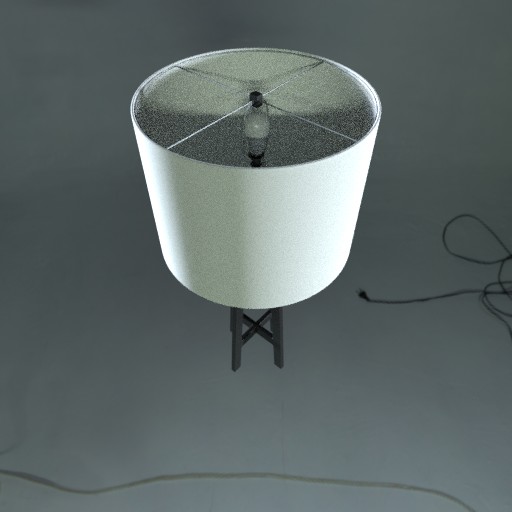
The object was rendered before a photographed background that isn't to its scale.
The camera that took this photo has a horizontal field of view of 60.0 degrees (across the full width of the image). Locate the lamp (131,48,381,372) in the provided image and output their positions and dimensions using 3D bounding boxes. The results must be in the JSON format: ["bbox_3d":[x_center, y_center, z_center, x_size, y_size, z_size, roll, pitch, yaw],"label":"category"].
[{"bbox_3d":[0.000,0.000,0.638,0.257,0.489,0.257,-3,46,-3],"label":"lamp"}]
